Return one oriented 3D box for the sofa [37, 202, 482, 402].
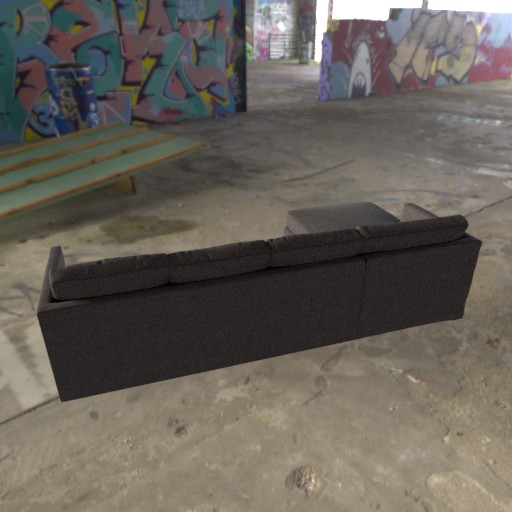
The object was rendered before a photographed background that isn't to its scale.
[{"bbox_3d":[0.000,0.000,3.797,3.205,0.922,1.650,-8,28,-16],"label":"sofa"}]
